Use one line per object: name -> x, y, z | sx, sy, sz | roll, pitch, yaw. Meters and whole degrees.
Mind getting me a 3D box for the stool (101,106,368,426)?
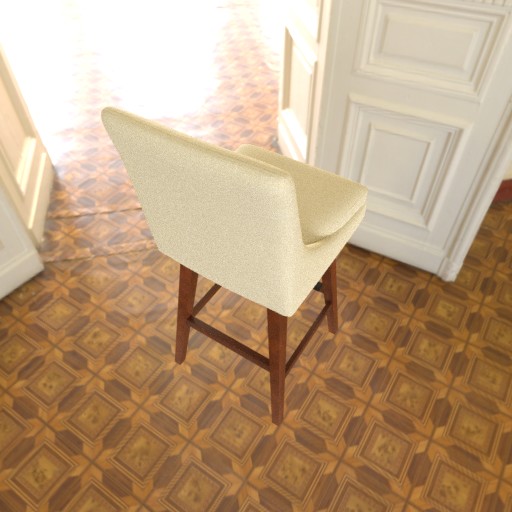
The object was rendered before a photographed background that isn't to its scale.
stool -> 0.000, 0.000, 1.360 | 0.470, 1.097, 0.559 | 25, 52, 22
